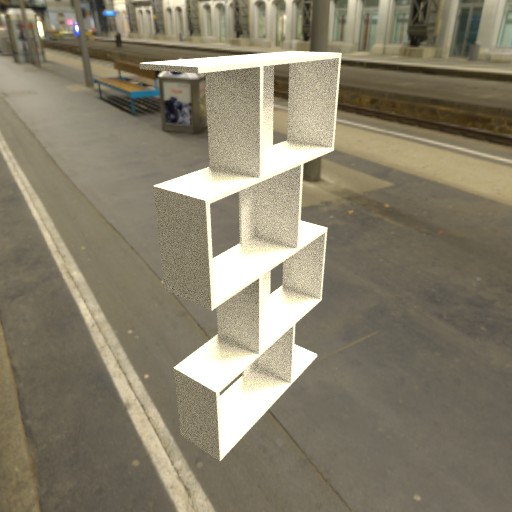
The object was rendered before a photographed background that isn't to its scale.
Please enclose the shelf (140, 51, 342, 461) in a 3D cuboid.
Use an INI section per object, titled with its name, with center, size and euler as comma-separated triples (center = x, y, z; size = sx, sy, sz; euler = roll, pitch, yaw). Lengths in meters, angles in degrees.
[shelf]
center = 0.000, 0.000, 2.014
size = 0.250, 1.650, 0.890
euler = 19, 33, 32
